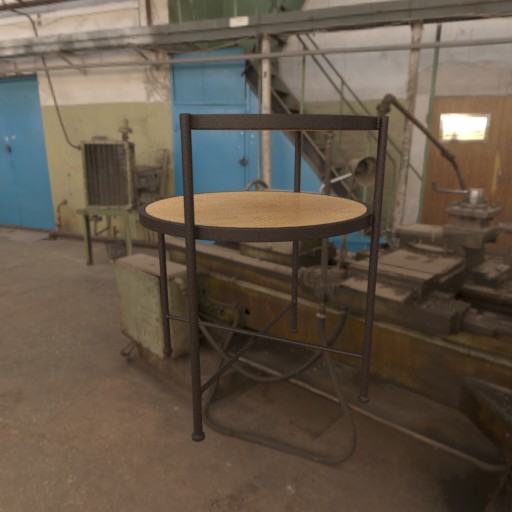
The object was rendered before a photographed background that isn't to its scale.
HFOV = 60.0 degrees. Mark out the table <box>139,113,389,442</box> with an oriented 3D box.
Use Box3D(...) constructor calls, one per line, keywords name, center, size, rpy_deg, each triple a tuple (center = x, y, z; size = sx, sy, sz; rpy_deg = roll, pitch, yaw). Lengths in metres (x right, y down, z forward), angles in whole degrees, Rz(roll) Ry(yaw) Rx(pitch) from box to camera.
Box3D(name="table", center=(0.000, 0.000, 1.151), size=(0.628, 0.684, 0.629), rpy_deg=(7, 17, 24))
